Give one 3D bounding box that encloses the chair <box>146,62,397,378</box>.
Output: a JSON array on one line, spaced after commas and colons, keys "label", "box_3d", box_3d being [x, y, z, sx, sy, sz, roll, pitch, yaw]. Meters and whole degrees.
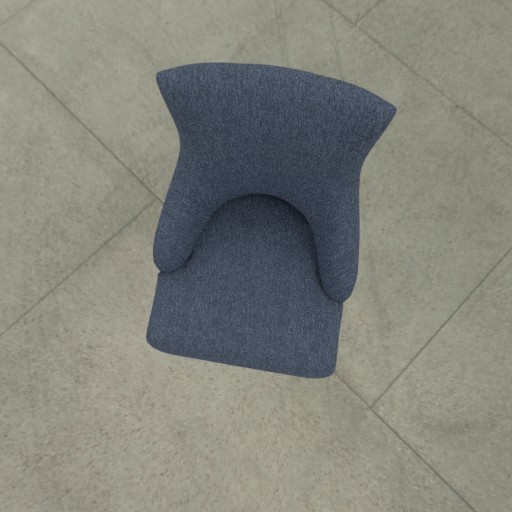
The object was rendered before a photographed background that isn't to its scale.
[{"label": "chair", "box_3d": [0.000, 0.000, 1.290, 0.566, 0.909, 0.629, 9, 75, 3]}]
